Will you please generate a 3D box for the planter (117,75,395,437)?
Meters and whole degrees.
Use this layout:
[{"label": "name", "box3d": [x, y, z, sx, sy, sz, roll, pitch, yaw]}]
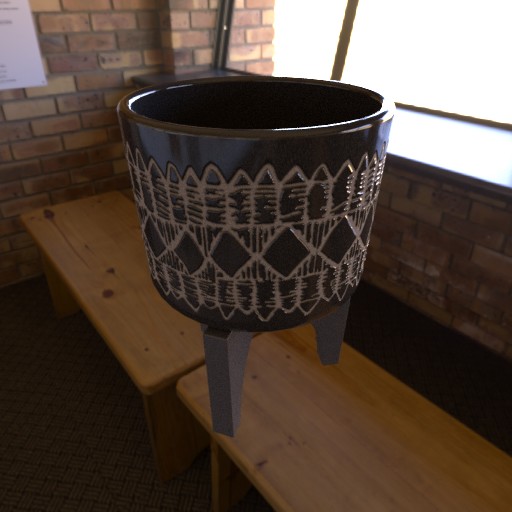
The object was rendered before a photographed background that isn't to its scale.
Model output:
[{"label": "planter", "box3d": [0.000, 0.000, 0.257, 0.129, 0.177, 0.129, 0, 31, 0]}]
